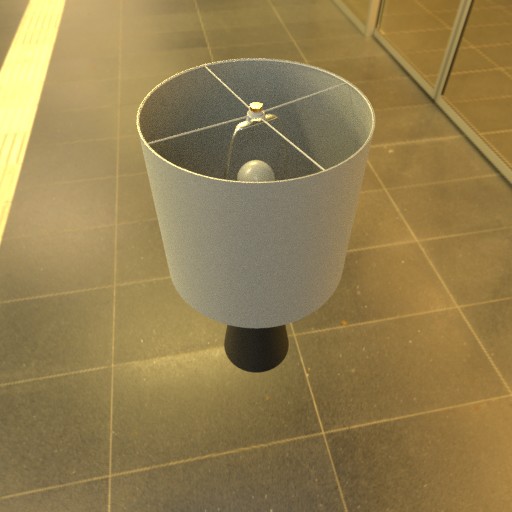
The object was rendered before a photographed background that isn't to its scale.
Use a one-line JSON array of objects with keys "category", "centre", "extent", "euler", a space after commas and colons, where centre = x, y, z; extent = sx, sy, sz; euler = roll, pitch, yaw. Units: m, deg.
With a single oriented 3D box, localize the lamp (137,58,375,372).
[{"category": "lamp", "centre": [0.000, 0.000, 0.791], "extent": [0.308, 0.580, 0.308], "euler": [-24, 52, -20]}]
